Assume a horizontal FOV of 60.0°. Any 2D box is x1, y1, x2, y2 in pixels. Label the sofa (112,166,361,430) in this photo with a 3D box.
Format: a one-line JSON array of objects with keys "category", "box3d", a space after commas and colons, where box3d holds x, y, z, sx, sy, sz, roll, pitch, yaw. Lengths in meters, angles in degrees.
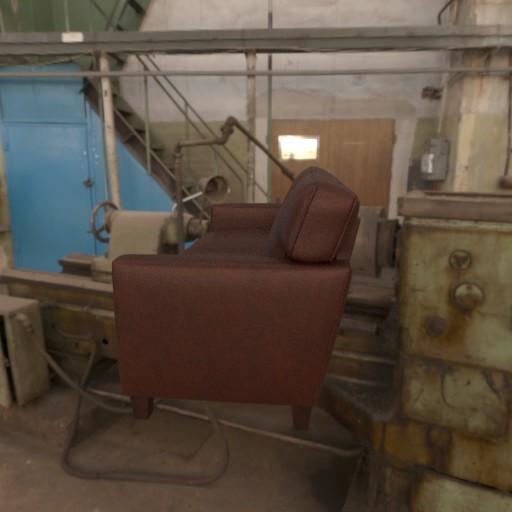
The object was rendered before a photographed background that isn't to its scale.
[{"category": "sofa", "box3d": [0.000, 0.000, 2.428, 0.912, 0.928, 1.876, 1, 13, 6]}]
